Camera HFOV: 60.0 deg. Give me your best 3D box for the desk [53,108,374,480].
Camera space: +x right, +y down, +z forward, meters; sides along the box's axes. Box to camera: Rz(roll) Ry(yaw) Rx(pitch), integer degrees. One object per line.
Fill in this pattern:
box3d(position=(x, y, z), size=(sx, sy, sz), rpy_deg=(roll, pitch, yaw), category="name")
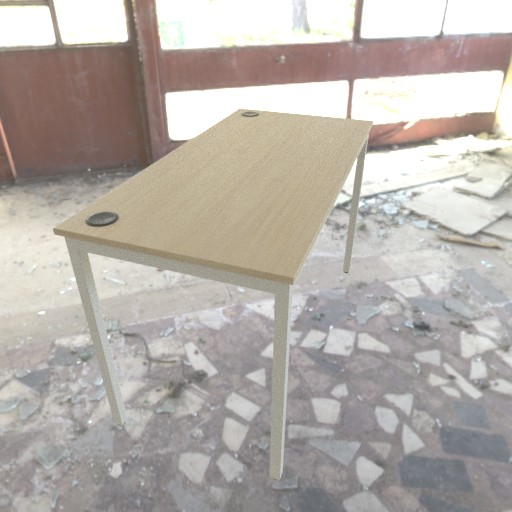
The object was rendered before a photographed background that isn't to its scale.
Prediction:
box3d(position=(0.000, 0.000, 1.651), size=(0.600, 0.750, 1.200), rpy_deg=(11, 34, 17), category="desk")
